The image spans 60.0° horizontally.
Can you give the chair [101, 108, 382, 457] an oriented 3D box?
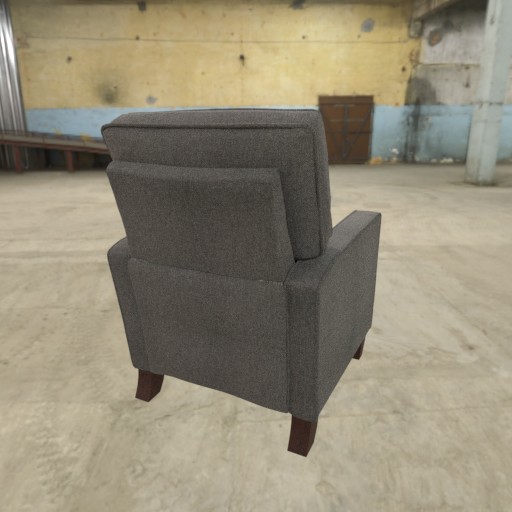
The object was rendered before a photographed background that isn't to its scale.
[{"bbox_3d":[0.000,0.000,1.427,0.650,0.889,0.775,8,18,26],"label":"chair"}]
